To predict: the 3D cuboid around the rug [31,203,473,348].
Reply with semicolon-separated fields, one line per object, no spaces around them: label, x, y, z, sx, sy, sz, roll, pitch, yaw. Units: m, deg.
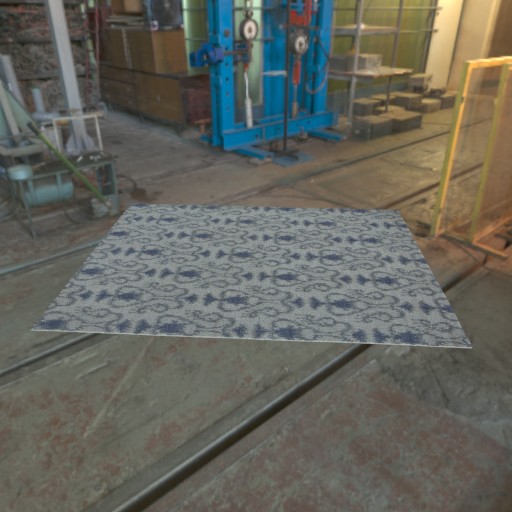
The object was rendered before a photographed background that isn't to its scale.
rug;0.000;0.000;4.245;3.205;0.015;2.437;2;29;3
